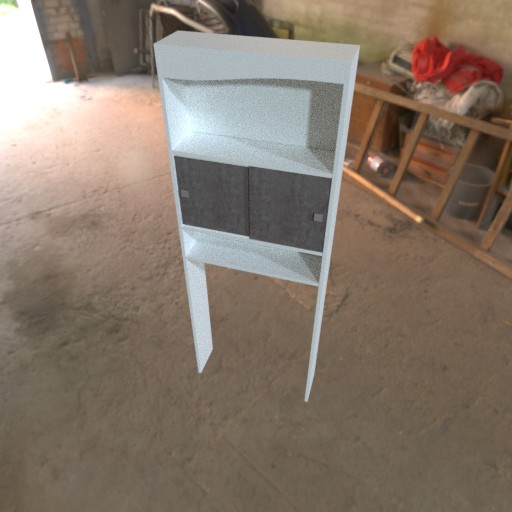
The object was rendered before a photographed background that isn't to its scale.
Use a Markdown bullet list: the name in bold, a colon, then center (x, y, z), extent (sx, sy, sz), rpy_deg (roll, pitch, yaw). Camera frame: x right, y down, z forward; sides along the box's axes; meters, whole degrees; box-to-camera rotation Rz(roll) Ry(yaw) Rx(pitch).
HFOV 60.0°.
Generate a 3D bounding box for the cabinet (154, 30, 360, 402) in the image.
- **cabinet**: center (0.000, 0.000, 1.996), extent (0.643, 1.770, 0.192), rpy_deg (11, 41, 13)
